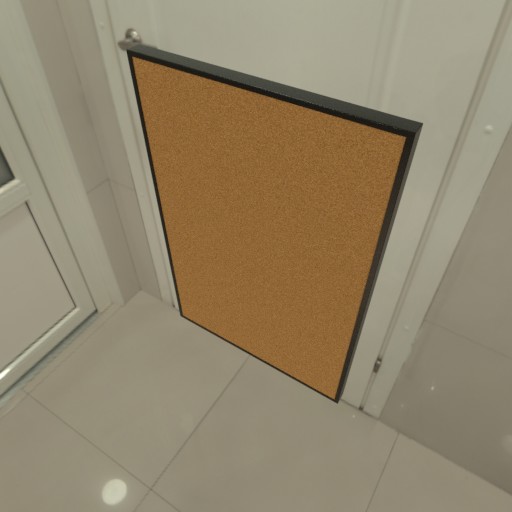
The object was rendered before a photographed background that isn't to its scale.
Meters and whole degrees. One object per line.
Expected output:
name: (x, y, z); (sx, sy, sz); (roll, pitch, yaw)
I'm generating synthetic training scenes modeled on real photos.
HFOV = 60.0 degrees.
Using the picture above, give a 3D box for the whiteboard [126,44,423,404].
whiteboard: (0.000, 0.000, 0.757); (0.406, 0.611, 0.026); (25, 51, 22)
